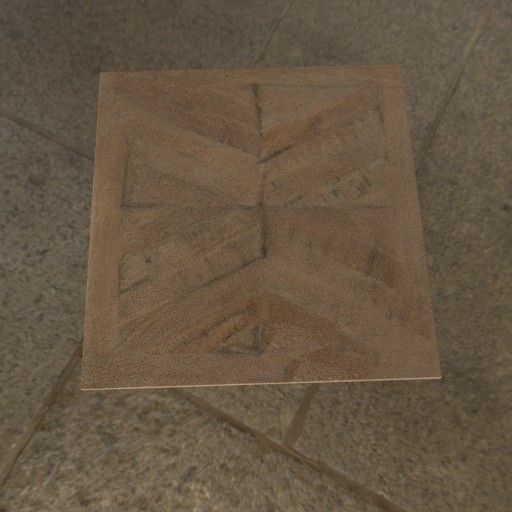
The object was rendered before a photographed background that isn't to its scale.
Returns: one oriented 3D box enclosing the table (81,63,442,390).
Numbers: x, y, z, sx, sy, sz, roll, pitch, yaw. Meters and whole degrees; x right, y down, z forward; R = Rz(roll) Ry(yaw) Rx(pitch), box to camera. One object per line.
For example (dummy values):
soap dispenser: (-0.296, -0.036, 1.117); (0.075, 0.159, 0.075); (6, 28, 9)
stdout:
table: (0.000, 0.000, 0.929); (0.498, 0.550, 0.499); (-2, 76, 0)
